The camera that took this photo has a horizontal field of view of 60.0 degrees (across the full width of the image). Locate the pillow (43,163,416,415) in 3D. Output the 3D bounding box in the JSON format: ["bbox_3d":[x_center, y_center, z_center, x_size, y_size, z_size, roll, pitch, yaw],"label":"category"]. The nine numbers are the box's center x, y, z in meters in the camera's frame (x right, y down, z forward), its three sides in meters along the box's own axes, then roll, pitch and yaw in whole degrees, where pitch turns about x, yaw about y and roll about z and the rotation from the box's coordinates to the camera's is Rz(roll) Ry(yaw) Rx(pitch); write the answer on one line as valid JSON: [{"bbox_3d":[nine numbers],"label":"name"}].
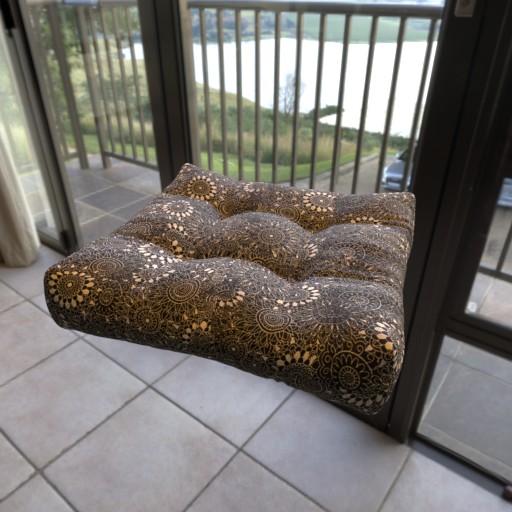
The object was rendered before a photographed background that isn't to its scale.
[{"bbox_3d":[0.000,0.000,0.737,0.490,0.128,0.468,10,33,16],"label":"pillow"}]
